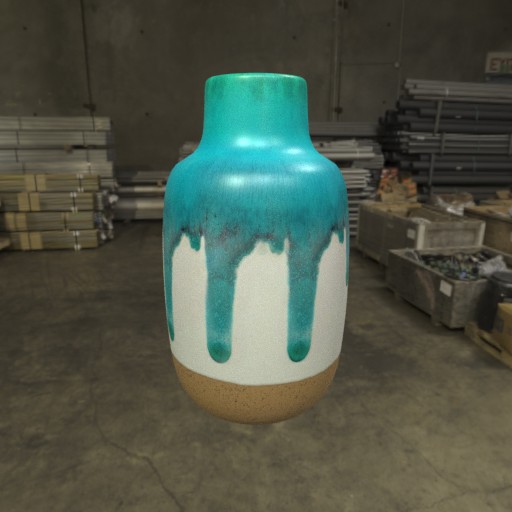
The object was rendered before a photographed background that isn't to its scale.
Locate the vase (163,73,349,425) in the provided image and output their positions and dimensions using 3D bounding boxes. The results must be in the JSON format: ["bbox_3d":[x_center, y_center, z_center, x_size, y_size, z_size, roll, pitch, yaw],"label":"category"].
[{"bbox_3d":[0.000,0.000,0.257,0.106,0.192,0.106,0,14,0],"label":"vase"}]
